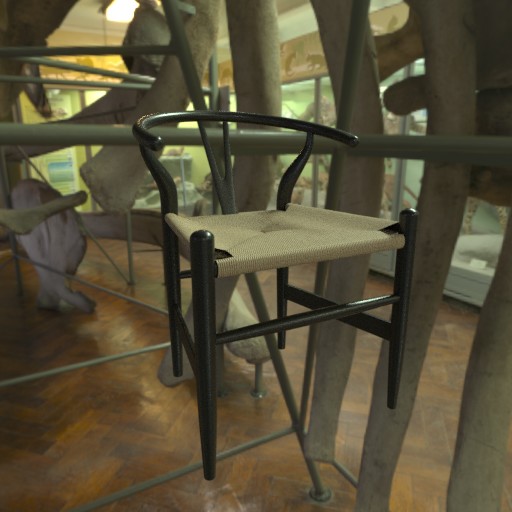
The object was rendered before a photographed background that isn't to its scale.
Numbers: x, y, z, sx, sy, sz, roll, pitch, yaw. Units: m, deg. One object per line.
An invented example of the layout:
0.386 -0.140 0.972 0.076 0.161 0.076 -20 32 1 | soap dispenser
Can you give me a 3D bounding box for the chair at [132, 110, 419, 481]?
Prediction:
0.000 0.000 1.144 0.570 0.739 0.570 -8 17 -28 | chair
